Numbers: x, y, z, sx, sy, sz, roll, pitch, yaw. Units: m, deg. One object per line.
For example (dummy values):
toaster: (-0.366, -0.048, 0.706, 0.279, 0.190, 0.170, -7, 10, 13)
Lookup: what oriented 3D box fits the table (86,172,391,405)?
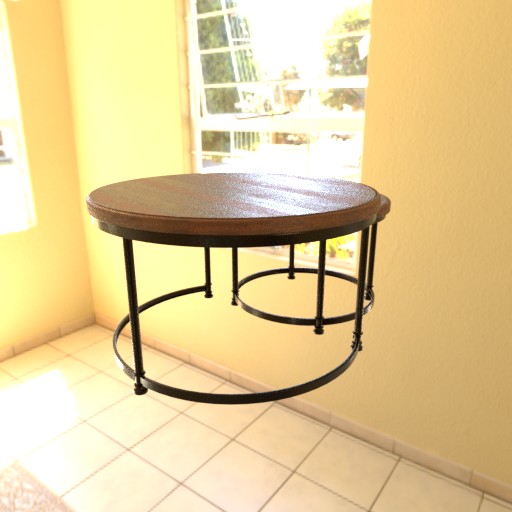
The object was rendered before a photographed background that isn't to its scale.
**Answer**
table: (0.000, 0.000, 1.565, 0.870, 0.516, 1.152, 8, 19, 25)
